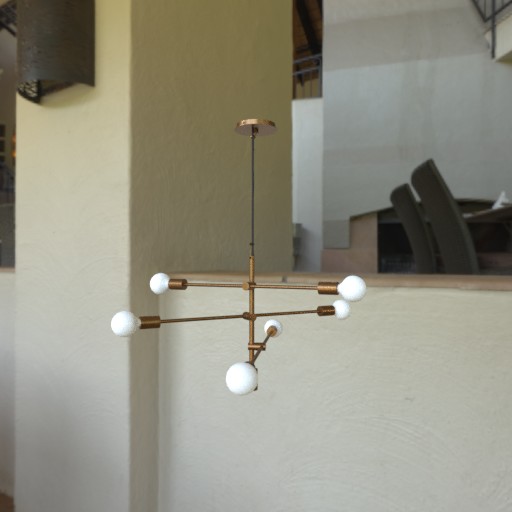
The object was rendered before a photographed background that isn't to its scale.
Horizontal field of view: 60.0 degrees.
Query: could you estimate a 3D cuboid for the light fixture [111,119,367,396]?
[{"bbox_3d":[0.000,0.000,1.247,0.637,0.744,0.682,-1,-1,36],"label":"light fixture"}]
